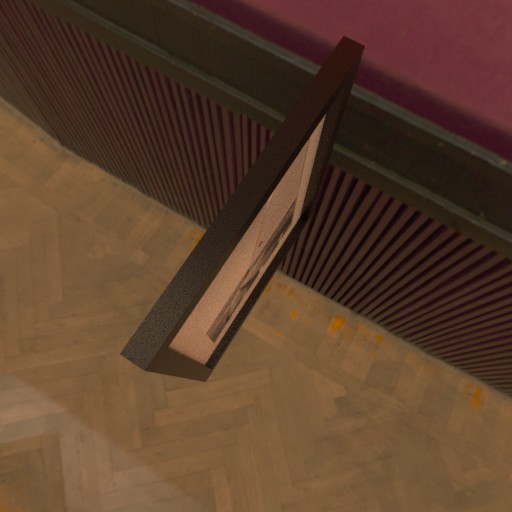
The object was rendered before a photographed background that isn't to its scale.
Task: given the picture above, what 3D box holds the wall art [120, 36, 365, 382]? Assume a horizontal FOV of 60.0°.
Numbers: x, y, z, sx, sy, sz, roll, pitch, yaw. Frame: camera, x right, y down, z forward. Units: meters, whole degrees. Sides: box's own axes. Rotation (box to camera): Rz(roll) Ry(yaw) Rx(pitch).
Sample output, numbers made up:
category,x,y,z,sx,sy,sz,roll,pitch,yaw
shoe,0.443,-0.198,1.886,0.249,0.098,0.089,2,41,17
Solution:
category,x,y,z,sx,sy,sz,roll,pitch,yaw
wall art,0.000,0.000,0.762,0.031,0.558,0.461,31,76,9
